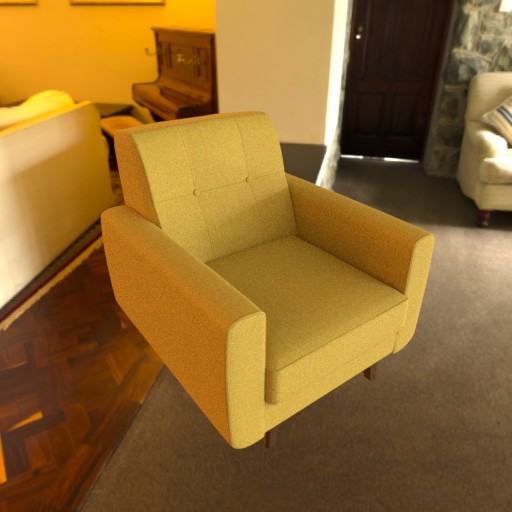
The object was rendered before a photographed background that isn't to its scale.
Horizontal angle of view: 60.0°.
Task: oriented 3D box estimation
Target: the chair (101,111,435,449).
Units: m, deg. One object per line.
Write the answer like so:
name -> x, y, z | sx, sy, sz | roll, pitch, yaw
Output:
chair -> 0.000, 0.000, 1.577 | 0.831, 0.841, 0.909 | -20, 35, -32
